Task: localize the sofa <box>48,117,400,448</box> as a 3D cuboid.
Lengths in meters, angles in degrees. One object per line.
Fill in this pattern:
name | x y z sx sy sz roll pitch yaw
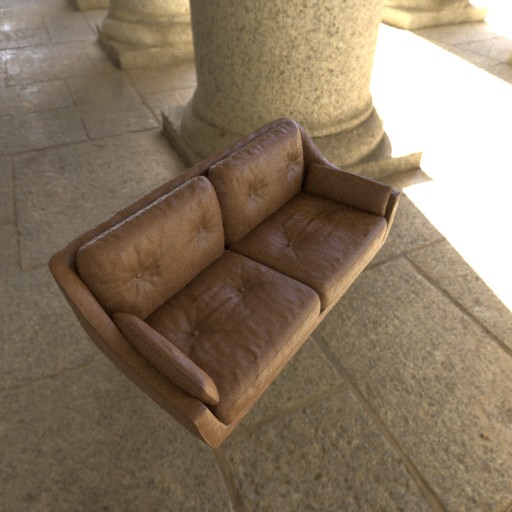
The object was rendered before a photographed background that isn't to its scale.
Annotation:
sofa | 0.000 0.000 2.409 0.904 0.839 1.902 25 47 27
